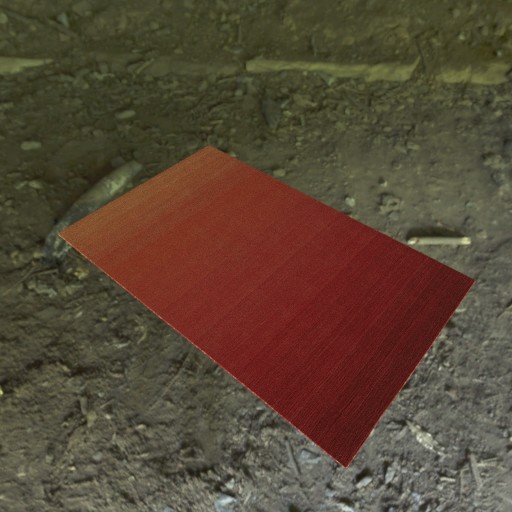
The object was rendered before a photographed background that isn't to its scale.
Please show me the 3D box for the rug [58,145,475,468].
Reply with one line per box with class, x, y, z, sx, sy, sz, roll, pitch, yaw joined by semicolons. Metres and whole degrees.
rug;0.000;0.000;3.020;2.442;0.010;1.531;32;54;27
